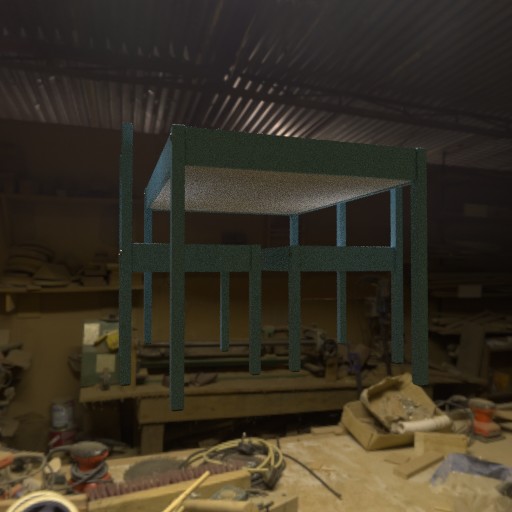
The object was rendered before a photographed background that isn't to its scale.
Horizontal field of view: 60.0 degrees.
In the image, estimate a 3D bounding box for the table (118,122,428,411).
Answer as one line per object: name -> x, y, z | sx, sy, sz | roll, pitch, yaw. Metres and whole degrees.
table -> 0.000, 0.000, 1.075 | 0.633, 0.503, 0.639 | 0, -1, -18
